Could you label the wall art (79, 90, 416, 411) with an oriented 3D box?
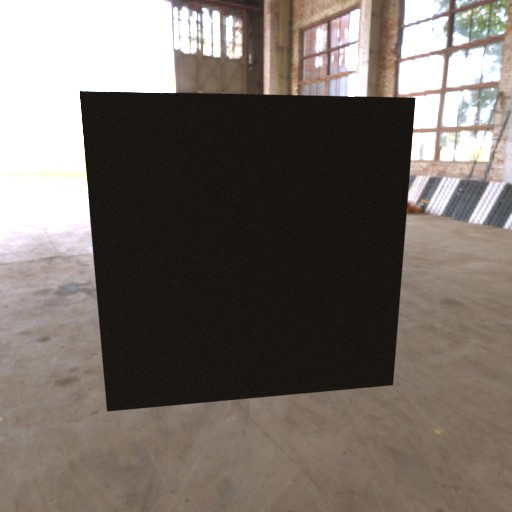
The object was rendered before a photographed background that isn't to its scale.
[{"bbox_3d":[0.000,0.000,0.669,0.462,0.458,0.030,-2,14,-9],"label":"wall art"}]
